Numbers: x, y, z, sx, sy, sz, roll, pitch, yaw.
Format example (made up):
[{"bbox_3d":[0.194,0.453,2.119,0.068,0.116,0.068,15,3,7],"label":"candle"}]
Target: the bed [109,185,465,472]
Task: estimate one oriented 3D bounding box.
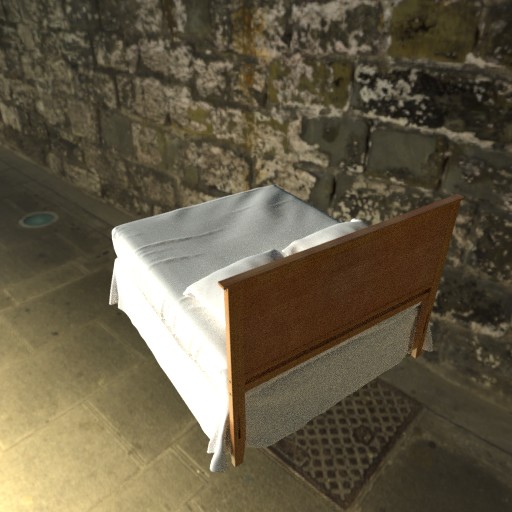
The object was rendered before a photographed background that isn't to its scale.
[{"bbox_3d":[0.000,0.000,3.268,1.870,1.273,2.035,-19,36,-28],"label":"bed"}]
